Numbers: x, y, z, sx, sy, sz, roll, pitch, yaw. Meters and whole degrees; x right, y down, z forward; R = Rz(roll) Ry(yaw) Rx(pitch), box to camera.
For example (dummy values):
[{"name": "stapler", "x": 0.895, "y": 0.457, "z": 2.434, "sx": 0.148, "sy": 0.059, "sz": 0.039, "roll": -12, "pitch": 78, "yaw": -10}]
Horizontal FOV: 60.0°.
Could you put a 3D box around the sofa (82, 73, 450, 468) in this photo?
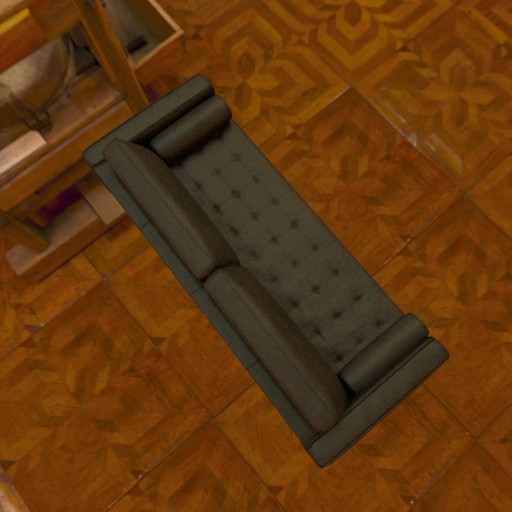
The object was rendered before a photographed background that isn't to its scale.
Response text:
[{"name": "sofa", "x": 0.000, "y": 0.000, "z": 2.610, "sx": 0.914, "sy": 0.762, "sz": 2.210, "roll": -38, "pitch": 78, "yaw": -9}]
